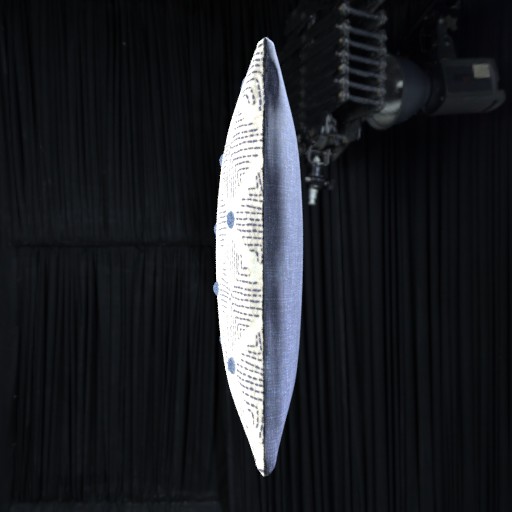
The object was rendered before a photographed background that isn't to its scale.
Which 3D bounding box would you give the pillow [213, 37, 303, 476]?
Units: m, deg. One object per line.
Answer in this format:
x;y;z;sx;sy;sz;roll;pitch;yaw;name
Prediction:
0.000;0.000;0.763;0.145;0.510;0.510;0;0;-2;pillow
